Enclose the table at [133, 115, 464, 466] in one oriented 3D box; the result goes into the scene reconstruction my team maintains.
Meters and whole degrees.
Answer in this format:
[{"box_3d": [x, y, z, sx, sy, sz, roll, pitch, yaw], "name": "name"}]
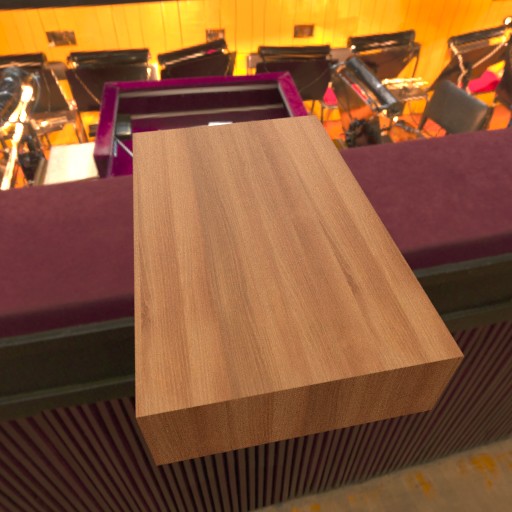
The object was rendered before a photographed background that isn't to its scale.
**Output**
[{"box_3d": [0.000, 0.000, 1.410, 0.700, 0.330, 1.100, -8, 46, -8], "name": "table"}]
